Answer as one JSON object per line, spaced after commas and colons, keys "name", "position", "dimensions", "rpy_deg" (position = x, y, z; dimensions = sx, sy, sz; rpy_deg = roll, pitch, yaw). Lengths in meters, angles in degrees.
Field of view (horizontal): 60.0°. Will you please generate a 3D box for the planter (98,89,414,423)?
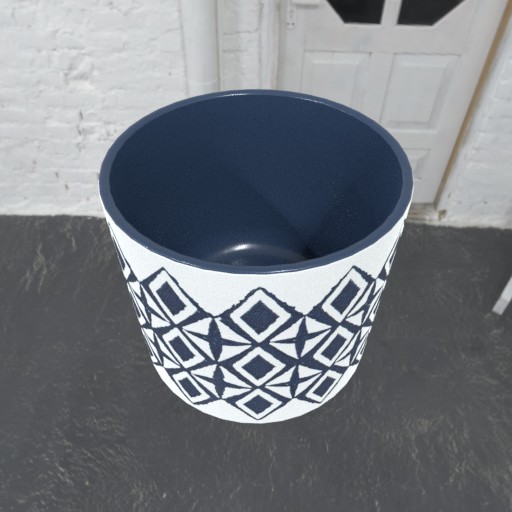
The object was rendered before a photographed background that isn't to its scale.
{"name": "planter", "position": [0.000, 0.000, 0.319], "dimensions": [0.182, 0.165, 0.182], "rpy_deg": [0, 46, 0]}
